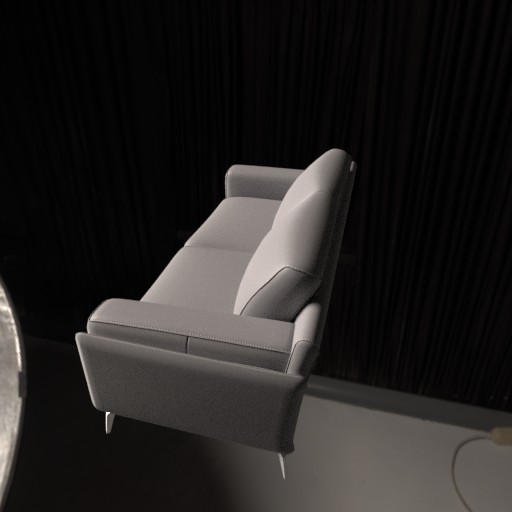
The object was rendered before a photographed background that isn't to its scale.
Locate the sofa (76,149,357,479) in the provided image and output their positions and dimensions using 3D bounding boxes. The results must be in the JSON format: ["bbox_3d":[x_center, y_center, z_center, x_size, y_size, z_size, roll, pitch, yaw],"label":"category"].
[{"bbox_3d":[0.000,0.000,2.570,0.969,0.900,2.100,8,31,13],"label":"sofa"}]
